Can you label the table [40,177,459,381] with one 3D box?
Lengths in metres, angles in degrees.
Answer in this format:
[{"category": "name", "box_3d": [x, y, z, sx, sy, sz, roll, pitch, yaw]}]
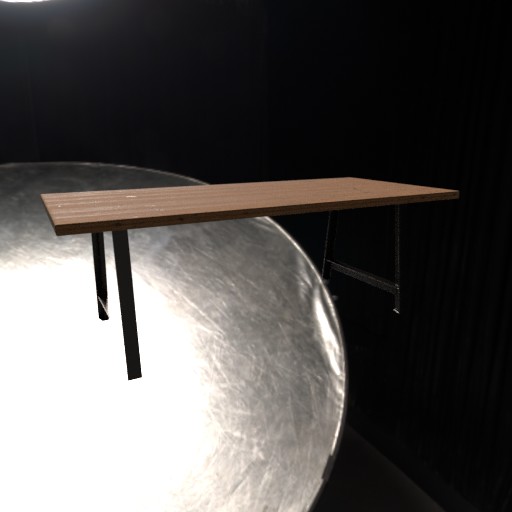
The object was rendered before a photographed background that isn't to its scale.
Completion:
[{"category": "table", "box_3d": [0.000, 0.000, 2.649, 2.200, 0.757, 1.000, -8, 17, -27]}]
